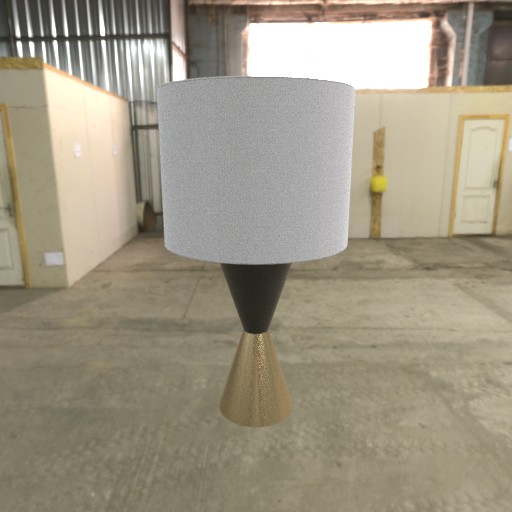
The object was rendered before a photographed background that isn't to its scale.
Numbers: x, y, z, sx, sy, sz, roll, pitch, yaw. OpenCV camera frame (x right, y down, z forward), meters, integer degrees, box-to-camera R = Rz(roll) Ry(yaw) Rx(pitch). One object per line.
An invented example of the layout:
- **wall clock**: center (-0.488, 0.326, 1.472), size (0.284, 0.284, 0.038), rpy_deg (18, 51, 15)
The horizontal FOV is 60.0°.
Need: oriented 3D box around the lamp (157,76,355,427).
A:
- **lamp**: center (0.000, 0.000, 0.759), size (0.304, 0.573, 0.304), rpy_deg (7, 16, 27)
